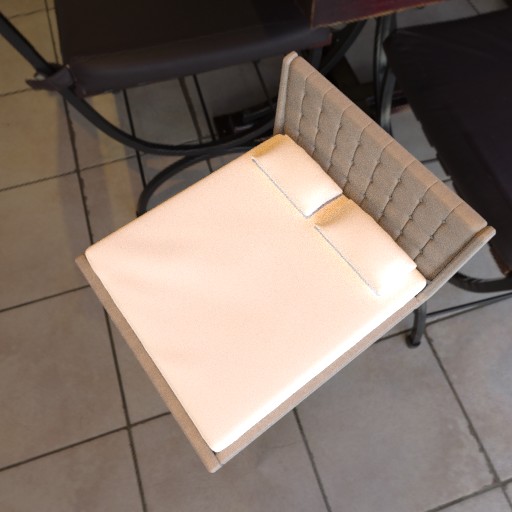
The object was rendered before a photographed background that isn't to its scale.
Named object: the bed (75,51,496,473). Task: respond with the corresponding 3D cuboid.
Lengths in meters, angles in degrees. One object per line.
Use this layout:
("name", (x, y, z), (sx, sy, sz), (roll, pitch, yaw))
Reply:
("bed", (0.000, 0.000, 3.445), (2.342, 1.289, 2.062), (-34, 69, -15))
